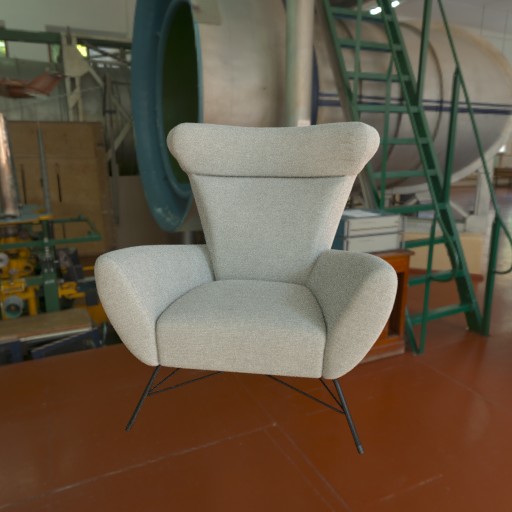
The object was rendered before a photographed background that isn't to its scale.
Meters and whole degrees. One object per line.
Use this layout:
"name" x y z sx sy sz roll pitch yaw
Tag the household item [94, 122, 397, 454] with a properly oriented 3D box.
"household item" 0.000 0.000 1.777 0.980 1.050 0.900 2 14 8
